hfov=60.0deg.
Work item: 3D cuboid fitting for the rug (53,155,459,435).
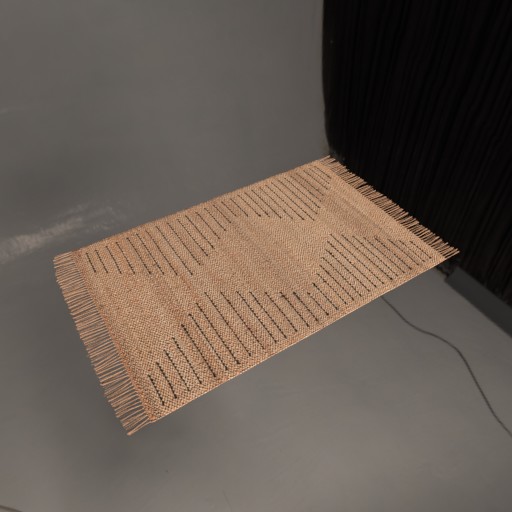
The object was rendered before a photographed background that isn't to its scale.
[{"bbox_3d":[0.000,0.000,2.586,2.085,0.027,1.224,-24,50,-22],"label":"rug"}]
